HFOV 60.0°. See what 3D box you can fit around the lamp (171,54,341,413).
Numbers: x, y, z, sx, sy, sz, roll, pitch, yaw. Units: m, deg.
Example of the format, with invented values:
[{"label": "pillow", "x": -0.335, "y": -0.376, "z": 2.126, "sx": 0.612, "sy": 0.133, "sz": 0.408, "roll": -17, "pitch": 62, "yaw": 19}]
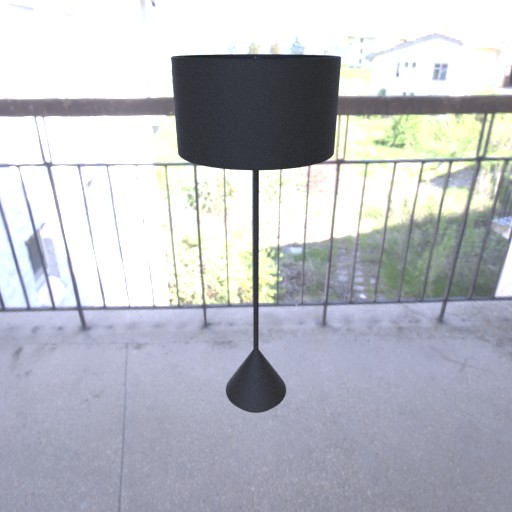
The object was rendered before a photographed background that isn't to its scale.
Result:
[{"label": "lamp", "x": 0.000, "y": 0.000, "z": 1.854, "sx": 0.580, "sy": 1.526, "sz": 0.580, "roll": 0, "pitch": 26, "yaw": -1}]
